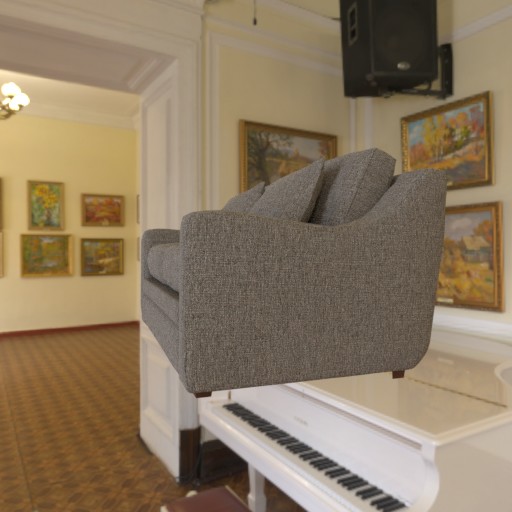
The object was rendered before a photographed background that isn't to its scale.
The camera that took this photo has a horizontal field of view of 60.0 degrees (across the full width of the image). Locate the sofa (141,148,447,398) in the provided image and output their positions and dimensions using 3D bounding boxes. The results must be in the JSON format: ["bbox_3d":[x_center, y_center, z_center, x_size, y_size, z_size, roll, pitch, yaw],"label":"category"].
[{"bbox_3d":[0.000,0.000,2.472,1.120,0.991,1.778,0,1,-19],"label":"sofa"}]
